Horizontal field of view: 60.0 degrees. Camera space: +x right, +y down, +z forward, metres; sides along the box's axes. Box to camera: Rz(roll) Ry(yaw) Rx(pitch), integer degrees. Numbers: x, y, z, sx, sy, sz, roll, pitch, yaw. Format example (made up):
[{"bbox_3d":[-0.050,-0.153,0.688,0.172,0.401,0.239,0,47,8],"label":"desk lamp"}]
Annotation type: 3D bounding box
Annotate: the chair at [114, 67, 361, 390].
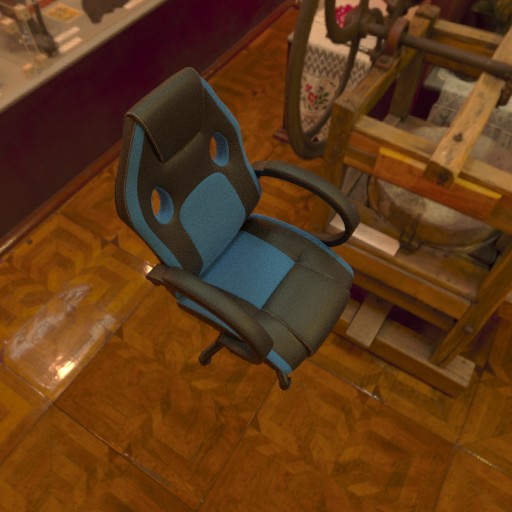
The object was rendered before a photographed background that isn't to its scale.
[{"bbox_3d":[0.000,0.000,1.647,0.724,1.187,0.673,30,61,18],"label":"chair"}]
